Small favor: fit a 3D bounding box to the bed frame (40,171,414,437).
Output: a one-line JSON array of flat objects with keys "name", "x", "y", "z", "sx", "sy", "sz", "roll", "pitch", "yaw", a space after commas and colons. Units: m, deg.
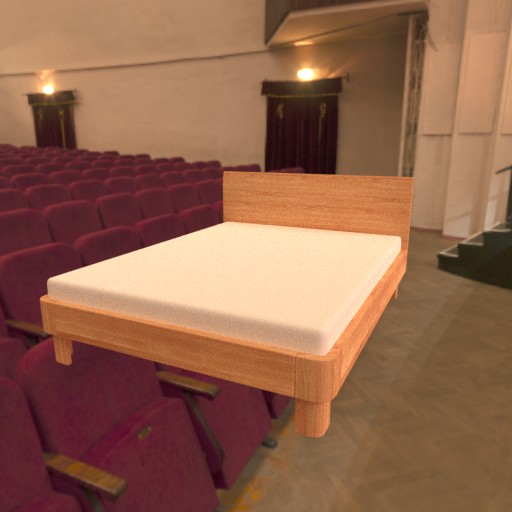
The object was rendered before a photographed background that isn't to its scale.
[{"name": "bed frame", "x": 0.000, "y": 0.000, "z": 2.933, "sx": 1.660, "sy": 0.940, "sz": 2.092, "roll": 7, "pitch": 16, "yaw": 25}]
